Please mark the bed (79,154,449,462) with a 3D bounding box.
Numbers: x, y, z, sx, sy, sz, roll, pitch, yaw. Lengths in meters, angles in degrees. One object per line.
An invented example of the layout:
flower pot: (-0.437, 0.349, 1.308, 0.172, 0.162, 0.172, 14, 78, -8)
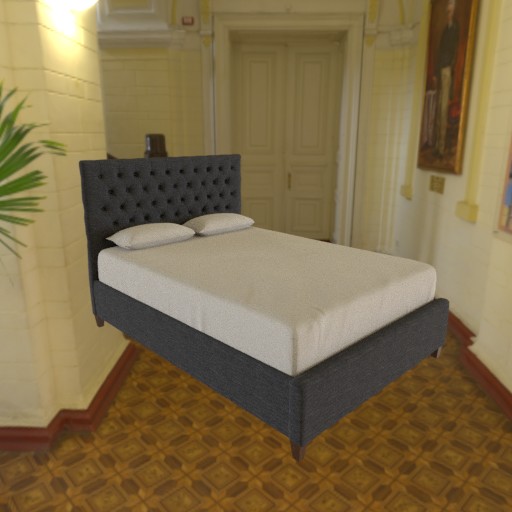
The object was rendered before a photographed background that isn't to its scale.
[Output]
bed: (0.000, 0.000, 3.438, 1.698, 1.427, 2.387, -14, 21, -42)
